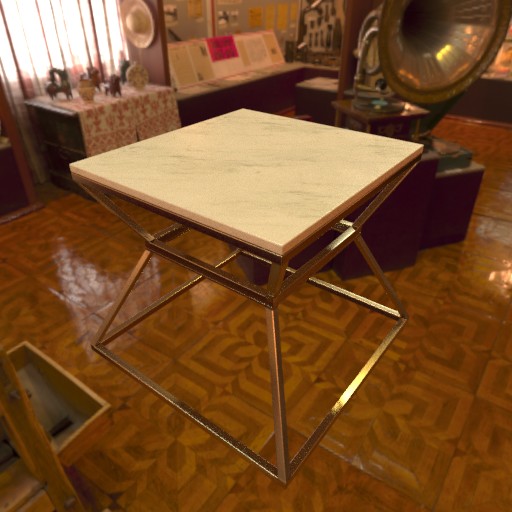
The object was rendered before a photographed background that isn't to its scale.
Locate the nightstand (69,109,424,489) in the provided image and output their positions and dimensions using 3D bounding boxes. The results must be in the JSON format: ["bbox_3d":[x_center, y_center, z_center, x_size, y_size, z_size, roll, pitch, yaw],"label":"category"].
[{"bbox_3d":[0.000,0.000,0.895,0.514,0.426,0.513,22,39,31],"label":"nightstand"}]
